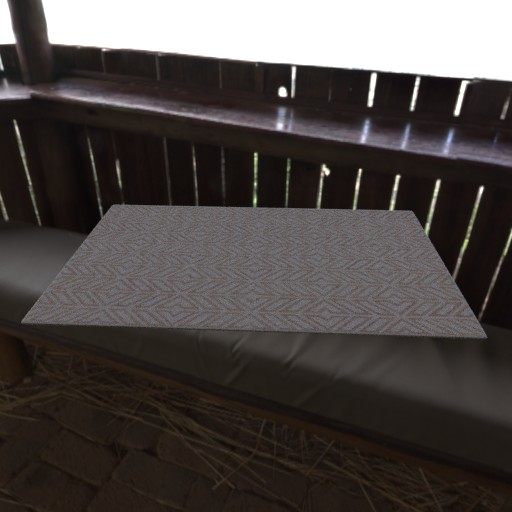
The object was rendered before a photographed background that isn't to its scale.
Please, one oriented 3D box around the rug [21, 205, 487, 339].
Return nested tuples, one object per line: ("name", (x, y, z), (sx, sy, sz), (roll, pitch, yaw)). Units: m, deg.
("rug", (0.000, 0.000, 2.954), (2.438, 0.008, 1.523), (1, 31, 2))
